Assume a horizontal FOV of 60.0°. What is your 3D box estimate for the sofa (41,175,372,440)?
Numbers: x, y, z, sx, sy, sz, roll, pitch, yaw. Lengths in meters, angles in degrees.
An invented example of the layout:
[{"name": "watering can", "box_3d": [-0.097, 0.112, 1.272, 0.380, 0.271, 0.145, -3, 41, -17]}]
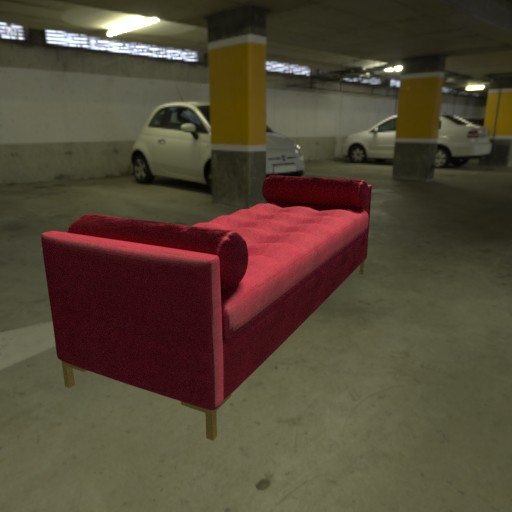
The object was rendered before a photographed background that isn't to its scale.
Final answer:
[{"name": "sofa", "box_3d": [0.000, 0.000, 2.468, 0.796, 0.705, 2.102, 8, 18, 26]}]
